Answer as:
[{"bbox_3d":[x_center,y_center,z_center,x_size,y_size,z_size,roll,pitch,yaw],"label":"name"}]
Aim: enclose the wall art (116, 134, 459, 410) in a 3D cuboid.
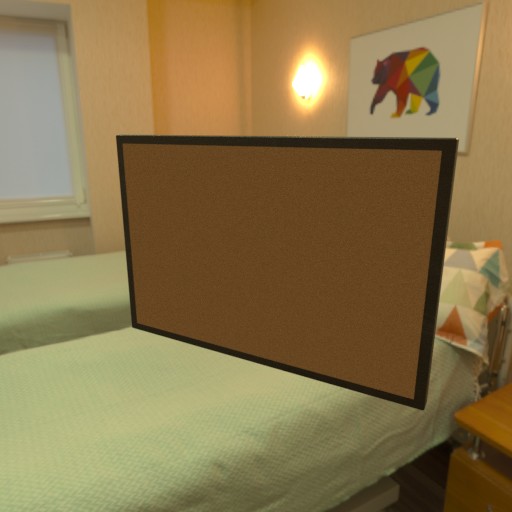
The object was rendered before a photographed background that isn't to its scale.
[{"bbox_3d":[0.000,0.000,1.170,0.912,0.612,0.038,9,18,28],"label":"wall art"}]
